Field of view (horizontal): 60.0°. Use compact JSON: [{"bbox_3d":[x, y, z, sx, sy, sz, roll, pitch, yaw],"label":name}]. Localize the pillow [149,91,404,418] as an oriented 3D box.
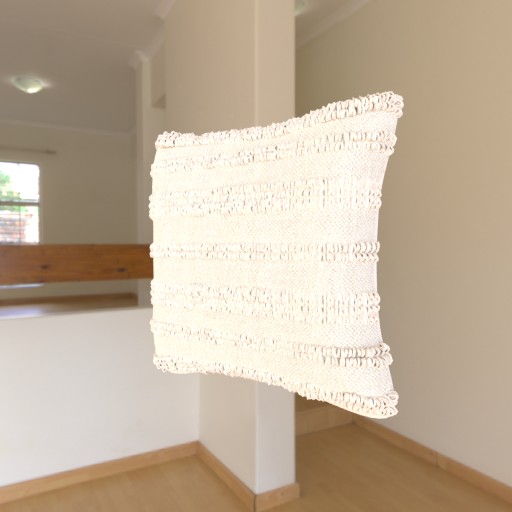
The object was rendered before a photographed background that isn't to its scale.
[{"bbox_3d":[0.000,0.000,0.674,0.437,0.427,0.145,1,2,35],"label":"pillow"}]
